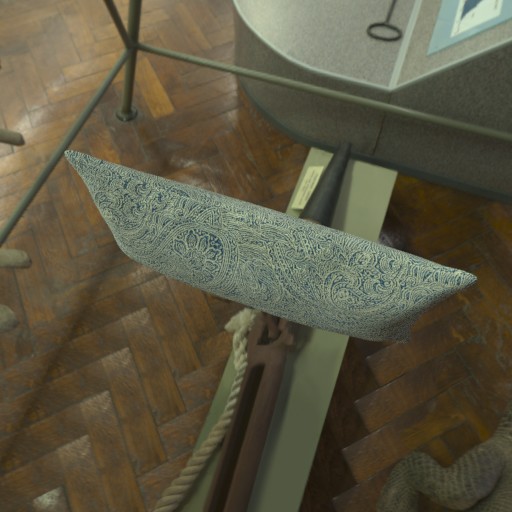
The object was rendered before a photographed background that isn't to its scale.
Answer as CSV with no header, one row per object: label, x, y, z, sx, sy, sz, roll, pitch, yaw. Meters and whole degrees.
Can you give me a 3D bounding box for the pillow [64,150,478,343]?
pillow,0.000,0.000,0.752,0.615,0.295,0.151,18,65,9
